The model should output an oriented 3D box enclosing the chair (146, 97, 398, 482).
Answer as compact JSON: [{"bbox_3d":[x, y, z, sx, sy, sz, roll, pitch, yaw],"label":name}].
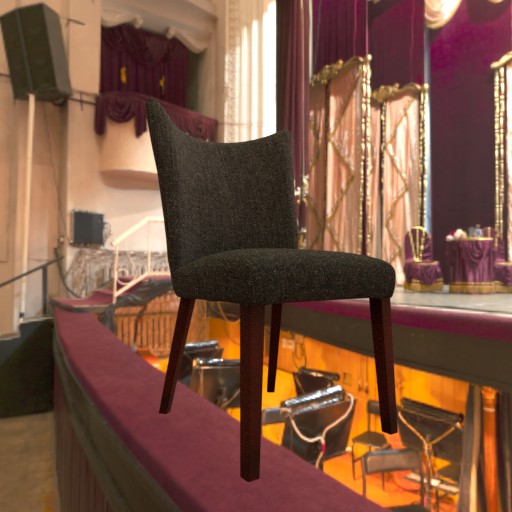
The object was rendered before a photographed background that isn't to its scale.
[{"bbox_3d":[0.000,0.000,1.280,0.535,0.924,0.623,1,-2,-35],"label":"chair"}]
